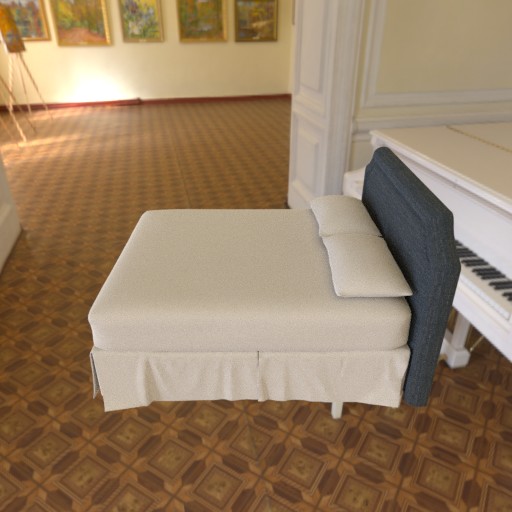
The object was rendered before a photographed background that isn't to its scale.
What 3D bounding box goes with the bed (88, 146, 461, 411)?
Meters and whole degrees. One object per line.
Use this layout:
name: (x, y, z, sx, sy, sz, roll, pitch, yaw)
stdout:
bed: (0.000, 0.000, 3.340, 2.208, 1.297, 1.828, 0, 29, 0)
